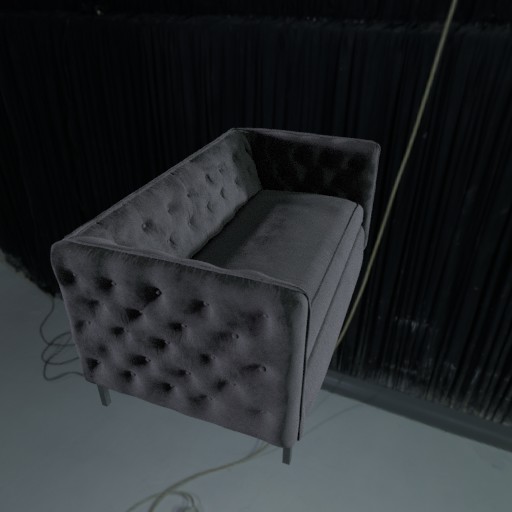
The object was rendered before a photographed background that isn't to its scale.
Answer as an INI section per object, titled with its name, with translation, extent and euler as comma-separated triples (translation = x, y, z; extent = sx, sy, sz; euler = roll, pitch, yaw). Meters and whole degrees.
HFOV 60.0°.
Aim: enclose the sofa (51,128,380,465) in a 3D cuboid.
[sofa]
translation = 0.000, 0.000, 2.128
extent = 0.909, 0.810, 1.583
euler = 11, 33, 18
